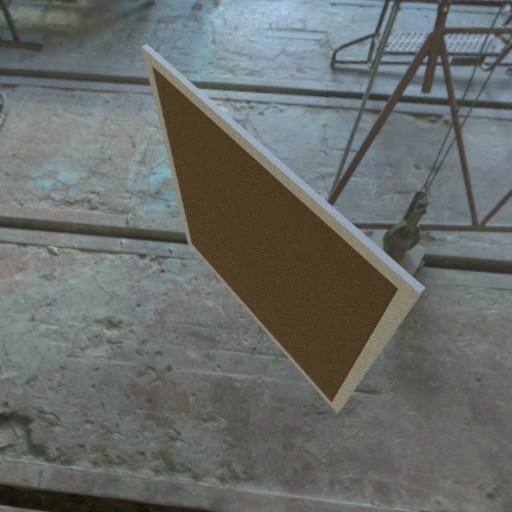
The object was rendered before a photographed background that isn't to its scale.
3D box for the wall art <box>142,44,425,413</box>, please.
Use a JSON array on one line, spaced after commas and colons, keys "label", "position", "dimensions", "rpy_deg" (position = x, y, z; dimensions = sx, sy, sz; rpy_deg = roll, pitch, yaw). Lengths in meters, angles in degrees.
[{"label": "wall art", "position": [0.000, 0.000, 1.193], "dimensions": [0.015, 0.812, 0.812], "rpy_deg": [-35, 64, -19]}]
